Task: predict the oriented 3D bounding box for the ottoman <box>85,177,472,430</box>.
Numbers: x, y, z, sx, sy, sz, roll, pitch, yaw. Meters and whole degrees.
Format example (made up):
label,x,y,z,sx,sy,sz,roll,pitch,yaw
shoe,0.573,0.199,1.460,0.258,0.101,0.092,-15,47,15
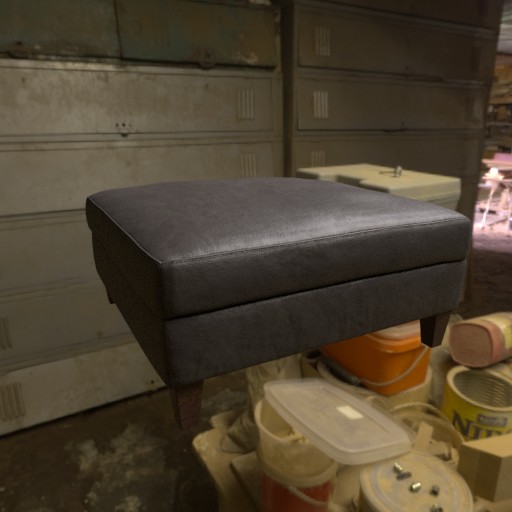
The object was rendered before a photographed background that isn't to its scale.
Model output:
label,x,y,z,sx,sy,sz,roll,pitch,yaw
ottoman,0.000,0.000,1.311,0.836,0.415,0.844,-9,19,-27
